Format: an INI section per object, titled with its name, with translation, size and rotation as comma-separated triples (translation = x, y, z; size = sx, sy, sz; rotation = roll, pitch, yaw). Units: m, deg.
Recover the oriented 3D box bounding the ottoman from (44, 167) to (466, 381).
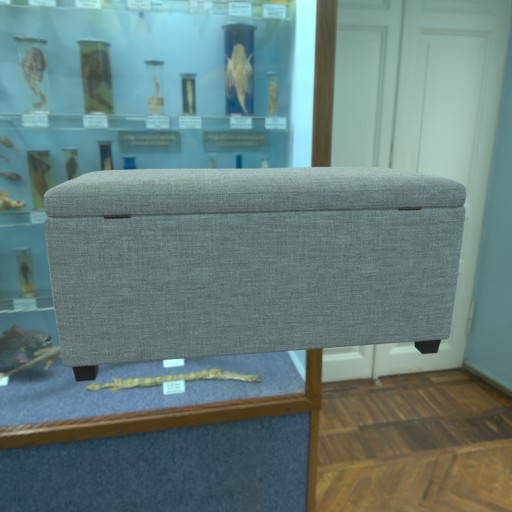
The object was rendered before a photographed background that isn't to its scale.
[ottoman]
translation = 0.000, 0.000, 1.132
size = 0.902, 0.432, 0.419
rotation = -2, 16, -9
